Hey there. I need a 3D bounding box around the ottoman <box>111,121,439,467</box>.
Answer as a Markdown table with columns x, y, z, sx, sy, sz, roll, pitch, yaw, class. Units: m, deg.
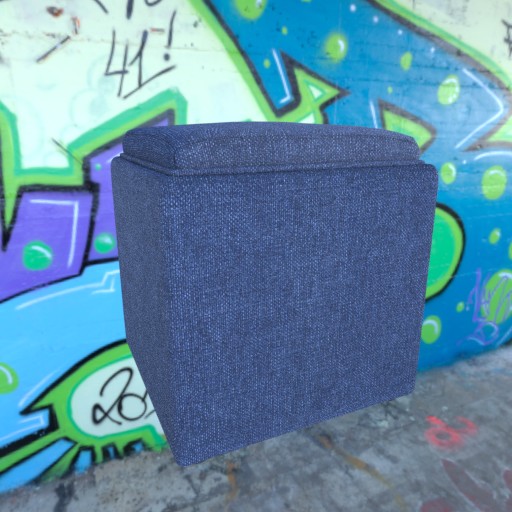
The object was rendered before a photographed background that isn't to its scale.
| x | y | z | sx | sy | sz | roll | pitch | yaw | class |
| --- | --- | --- | --- | --- | --- | --- | --- | --- | --- |
| 0.000 | 0.000 | 0.849 | 0.454 | 0.493 | 0.436 | -8 | 18 | -24 | ottoman |
